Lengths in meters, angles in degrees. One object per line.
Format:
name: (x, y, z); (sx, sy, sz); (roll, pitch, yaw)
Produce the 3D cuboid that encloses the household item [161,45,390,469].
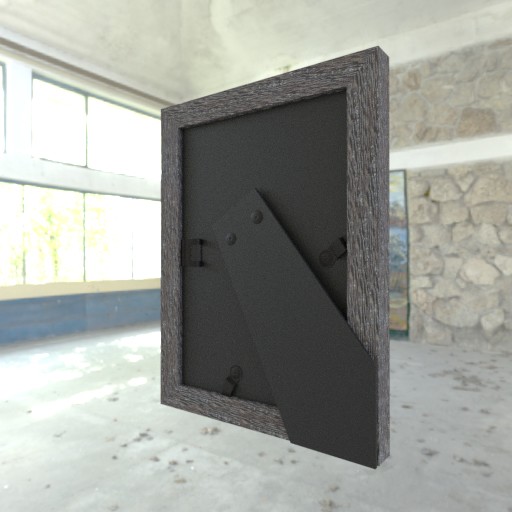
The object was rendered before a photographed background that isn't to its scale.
household item: (0.000, 0.000, 0.273); (0.160, 0.210, 0.020); (0, 0, 36)
